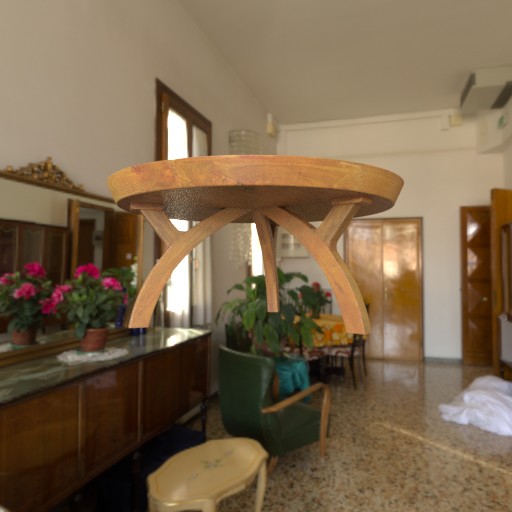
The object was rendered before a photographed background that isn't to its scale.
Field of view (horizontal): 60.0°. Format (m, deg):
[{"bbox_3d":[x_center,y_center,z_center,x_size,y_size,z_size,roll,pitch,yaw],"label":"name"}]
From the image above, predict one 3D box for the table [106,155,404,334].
[{"bbox_3d":[0.000,0.000,1.581,1.016,0.470,1.016,0,-2,0],"label":"table"}]
